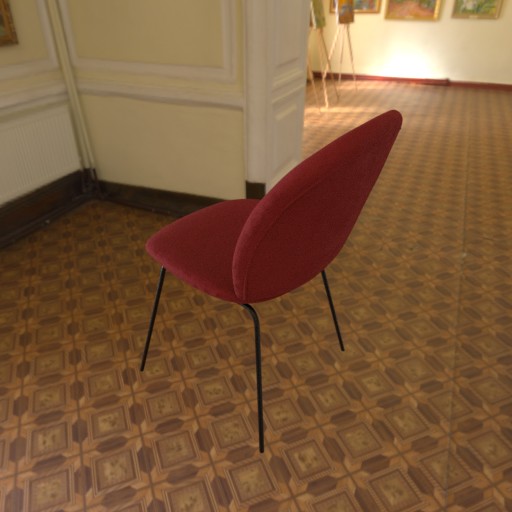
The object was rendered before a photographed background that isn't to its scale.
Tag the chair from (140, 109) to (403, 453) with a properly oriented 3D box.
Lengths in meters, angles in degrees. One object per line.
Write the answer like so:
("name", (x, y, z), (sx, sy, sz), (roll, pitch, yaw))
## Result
("chair", (0.000, 0.000, 1.142), (0.587, 0.791, 0.458), (21, 37, 30))
